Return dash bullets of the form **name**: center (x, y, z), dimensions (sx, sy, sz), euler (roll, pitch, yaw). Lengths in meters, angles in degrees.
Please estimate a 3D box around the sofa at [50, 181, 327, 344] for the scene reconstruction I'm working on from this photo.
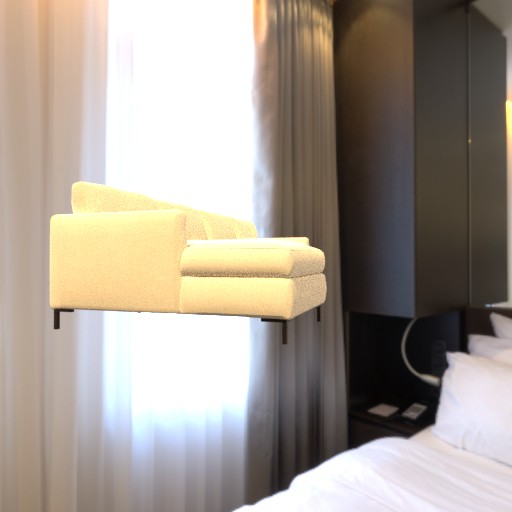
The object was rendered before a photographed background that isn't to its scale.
- **sofa**: center (0.000, 0.000, 3.792), dimensions (1.467, 0.875, 3.186), euler (0, -1, 19)
